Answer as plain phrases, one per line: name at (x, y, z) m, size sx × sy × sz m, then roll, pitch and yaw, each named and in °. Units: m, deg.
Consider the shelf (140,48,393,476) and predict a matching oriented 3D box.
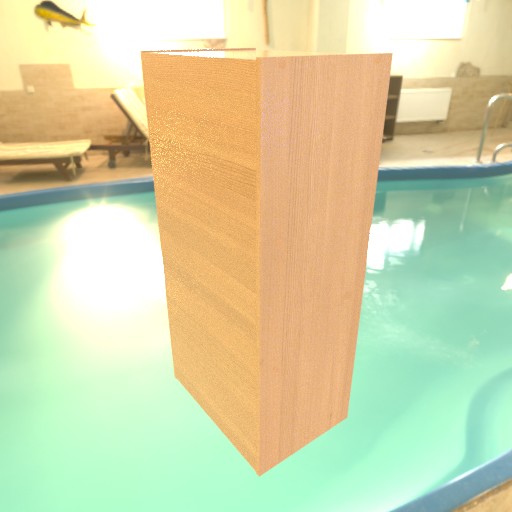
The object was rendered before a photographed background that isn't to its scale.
shelf at (0.000, 0.000, 1.045) m, size 0.292 × 0.876 × 0.417 m, roll -18°, pitch 32°, yaw -32°
